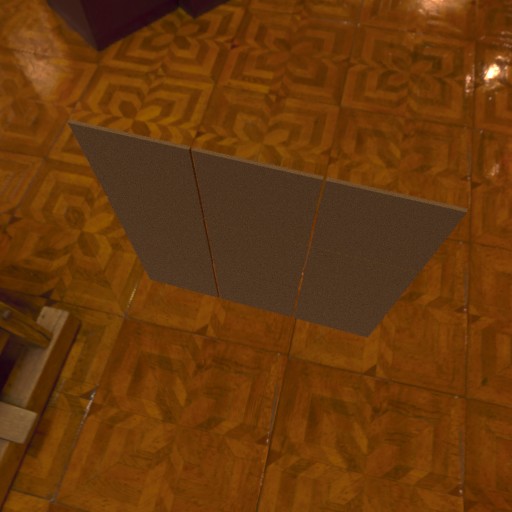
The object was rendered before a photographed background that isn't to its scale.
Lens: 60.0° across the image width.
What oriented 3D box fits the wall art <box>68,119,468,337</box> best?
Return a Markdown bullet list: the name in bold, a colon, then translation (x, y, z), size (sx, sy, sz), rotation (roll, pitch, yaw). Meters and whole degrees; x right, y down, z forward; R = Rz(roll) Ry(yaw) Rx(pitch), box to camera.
- **wall art**: translation (0.000, 0.000, 1.845), size (1.216, 1.216, 0.013), rotation (14, 64, 7)
